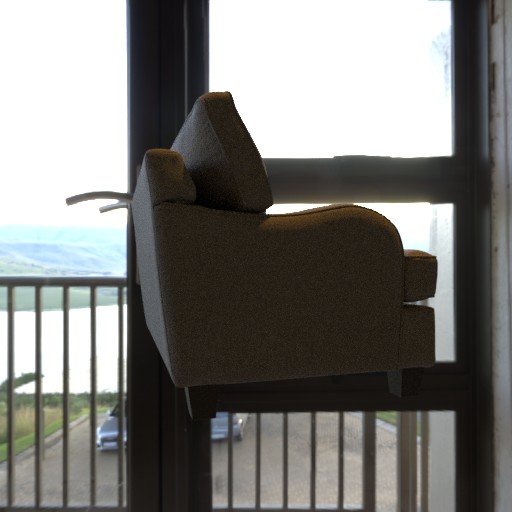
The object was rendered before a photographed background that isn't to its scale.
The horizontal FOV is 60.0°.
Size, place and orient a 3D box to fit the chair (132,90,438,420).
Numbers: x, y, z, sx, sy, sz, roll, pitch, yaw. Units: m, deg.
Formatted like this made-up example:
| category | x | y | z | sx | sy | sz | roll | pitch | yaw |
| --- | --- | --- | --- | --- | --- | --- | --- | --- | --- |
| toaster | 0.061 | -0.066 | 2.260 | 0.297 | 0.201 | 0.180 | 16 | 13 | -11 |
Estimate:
| category | x | y | z | sx | sy | sz | roll | pitch | yaw |
| --- | --- | --- | --- | --- | --- | --- | --- | --- | --- |
| chair | 0.000 | 0.000 | 1.987 | 1.041 | 1.016 | 1.220 | 0 | 0 | -18 |
